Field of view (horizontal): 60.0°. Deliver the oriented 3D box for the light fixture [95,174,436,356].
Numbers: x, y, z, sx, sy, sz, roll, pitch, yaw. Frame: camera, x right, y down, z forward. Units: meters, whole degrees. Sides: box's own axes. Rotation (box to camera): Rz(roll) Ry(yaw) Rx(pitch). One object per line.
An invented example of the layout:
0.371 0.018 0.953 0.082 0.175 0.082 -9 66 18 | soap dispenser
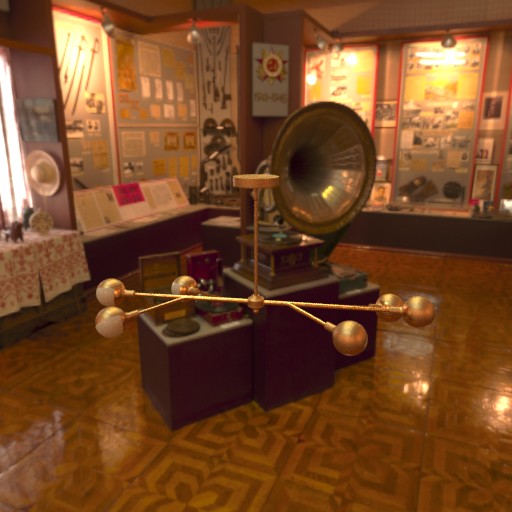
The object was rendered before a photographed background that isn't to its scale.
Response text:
0.000 0.000 1.019 0.778 0.362 0.434 7 17 25 | light fixture
